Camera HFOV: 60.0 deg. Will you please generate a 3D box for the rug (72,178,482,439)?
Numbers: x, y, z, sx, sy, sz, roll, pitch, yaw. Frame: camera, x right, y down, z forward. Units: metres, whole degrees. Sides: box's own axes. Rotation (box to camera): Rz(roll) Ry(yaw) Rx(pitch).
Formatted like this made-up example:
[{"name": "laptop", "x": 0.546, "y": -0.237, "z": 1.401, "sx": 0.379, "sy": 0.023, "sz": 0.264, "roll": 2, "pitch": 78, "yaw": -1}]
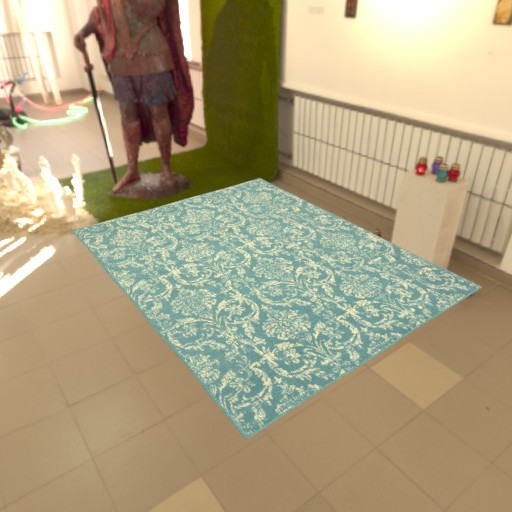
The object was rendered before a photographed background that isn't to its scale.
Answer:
[{"name": "rug", "x": 0.000, "y": 0.000, "z": 4.015, "sx": 2.363, "sy": 0.012, "sz": 2.980, "roll": -21, "pitch": 37, "yaw": -31}]
